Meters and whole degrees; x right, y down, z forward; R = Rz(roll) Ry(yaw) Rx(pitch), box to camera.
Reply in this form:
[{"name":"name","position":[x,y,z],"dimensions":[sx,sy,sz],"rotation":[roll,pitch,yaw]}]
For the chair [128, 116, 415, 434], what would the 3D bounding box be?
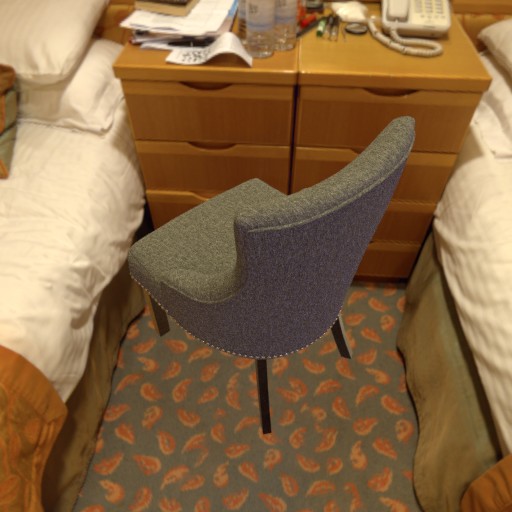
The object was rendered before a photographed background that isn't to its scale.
[{"name":"chair","position":[0.000,0.000,1.301],"dimensions":[0.566,0.909,0.629],"rotation":[-33,55,-27]}]
